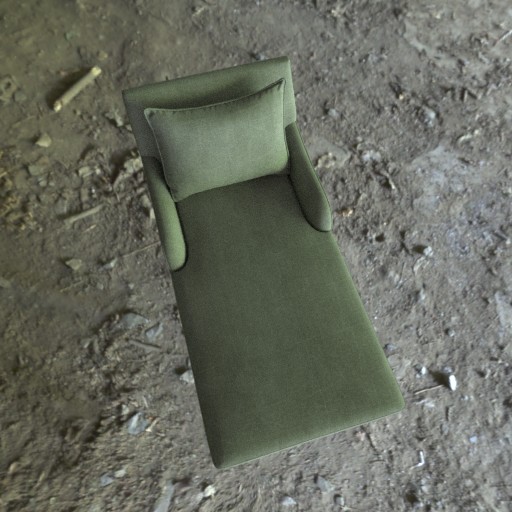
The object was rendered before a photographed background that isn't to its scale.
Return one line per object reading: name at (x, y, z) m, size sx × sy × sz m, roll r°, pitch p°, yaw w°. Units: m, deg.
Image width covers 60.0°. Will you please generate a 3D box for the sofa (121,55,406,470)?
sofa at (0.000, 0.000, 2.228) m, size 0.894 × 0.859 × 1.779 m, roll -15°, pitch 65°, yaw -7°
